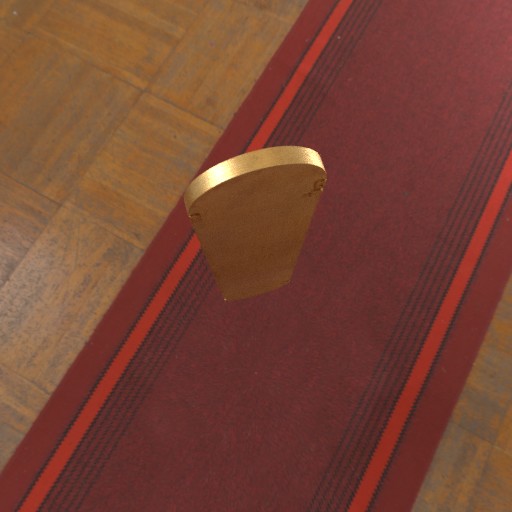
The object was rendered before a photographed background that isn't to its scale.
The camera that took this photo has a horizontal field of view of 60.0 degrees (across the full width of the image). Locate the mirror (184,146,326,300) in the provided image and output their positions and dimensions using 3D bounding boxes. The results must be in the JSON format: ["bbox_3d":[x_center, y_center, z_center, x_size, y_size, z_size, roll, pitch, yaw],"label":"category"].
[{"bbox_3d":[0.000,0.000,1.070,0.222,0.991,0.032,-16,76,-4],"label":"mirror"}]
